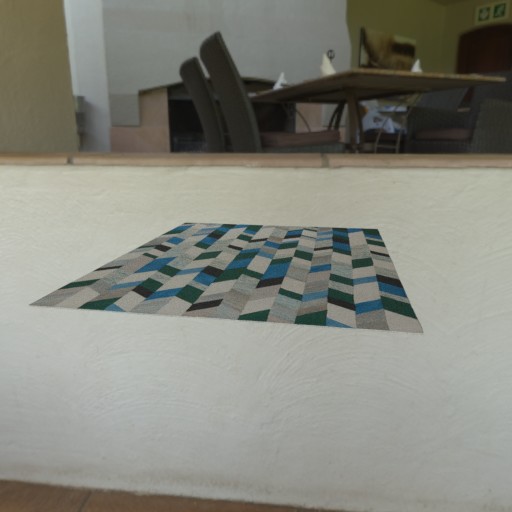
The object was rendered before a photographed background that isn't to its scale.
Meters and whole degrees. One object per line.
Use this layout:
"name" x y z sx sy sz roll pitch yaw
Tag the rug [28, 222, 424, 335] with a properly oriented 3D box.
"rug" 0.000 0.000 4.087 2.440 0.008 3.036 3 15 10
